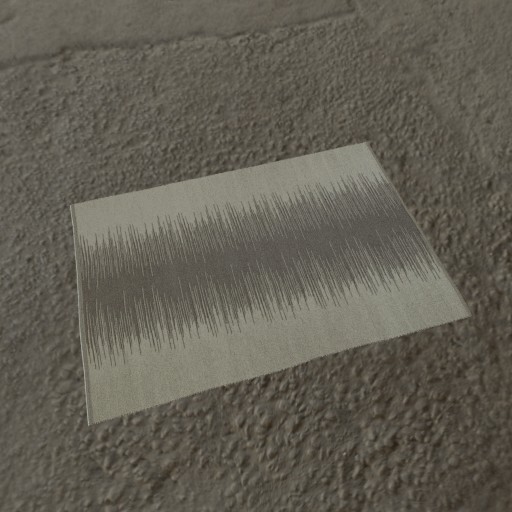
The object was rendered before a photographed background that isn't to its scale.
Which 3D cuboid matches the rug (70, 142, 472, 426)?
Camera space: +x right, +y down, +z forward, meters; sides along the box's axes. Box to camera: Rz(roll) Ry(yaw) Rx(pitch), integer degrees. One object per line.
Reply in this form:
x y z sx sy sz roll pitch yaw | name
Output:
0.000 0.000 2.299 1.815 0.007 1.226 -14 59 -9 | rug
